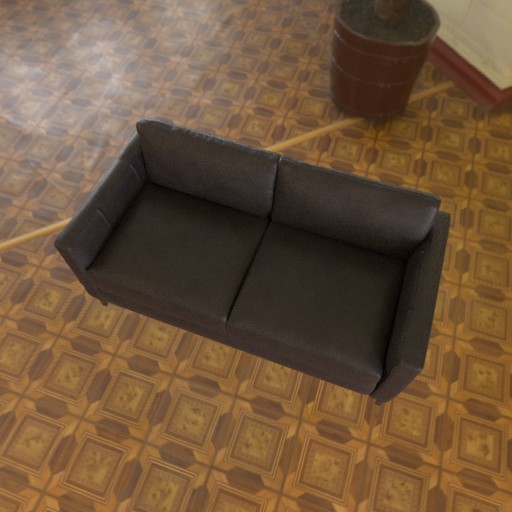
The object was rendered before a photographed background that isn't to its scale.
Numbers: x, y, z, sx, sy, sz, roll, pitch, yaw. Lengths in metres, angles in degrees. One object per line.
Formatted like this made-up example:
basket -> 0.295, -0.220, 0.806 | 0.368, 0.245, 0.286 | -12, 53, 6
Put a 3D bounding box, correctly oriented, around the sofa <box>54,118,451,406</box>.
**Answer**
sofa -> 0.000, 0.000, 2.350 | 1.805, 0.883, 0.947 | 16, 60, 9
